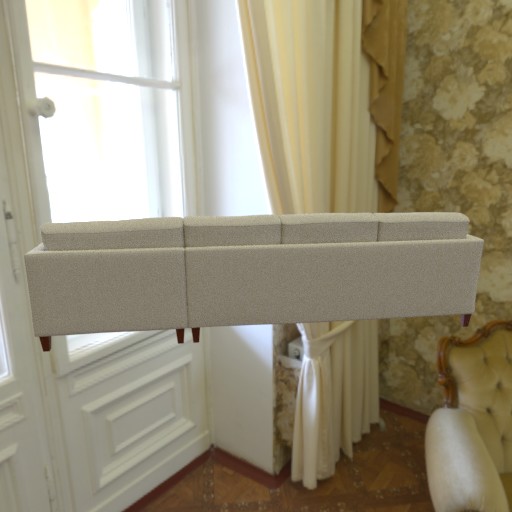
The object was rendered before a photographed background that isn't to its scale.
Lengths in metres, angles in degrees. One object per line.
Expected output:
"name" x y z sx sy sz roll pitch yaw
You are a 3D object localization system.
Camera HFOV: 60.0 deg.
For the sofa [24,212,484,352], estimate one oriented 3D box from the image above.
"sofa" 0.000 0.000 4.087 3.471 0.954 1.599 -2 15 -8
